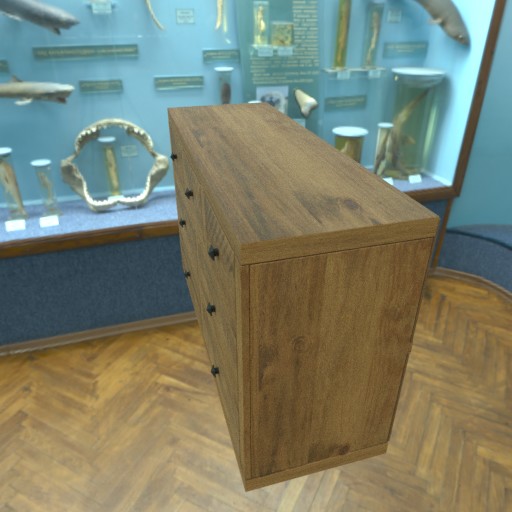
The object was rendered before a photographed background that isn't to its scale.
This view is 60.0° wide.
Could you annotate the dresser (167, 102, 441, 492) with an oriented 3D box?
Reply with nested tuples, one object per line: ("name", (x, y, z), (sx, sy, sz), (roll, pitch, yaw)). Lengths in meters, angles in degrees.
("dresser", (0.000, 0.000, 1.625), (0.479, 0.825, 1.261), (-8, 31, -14))
